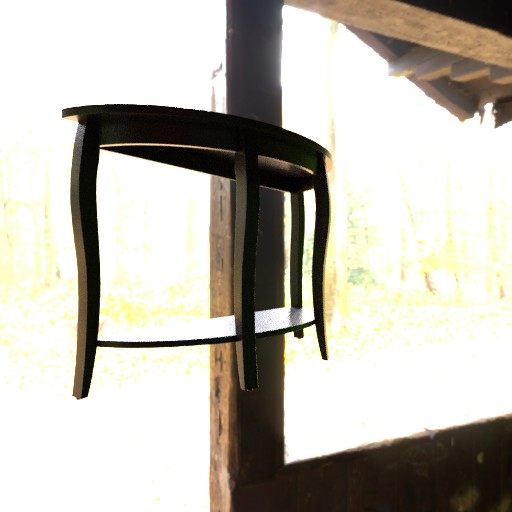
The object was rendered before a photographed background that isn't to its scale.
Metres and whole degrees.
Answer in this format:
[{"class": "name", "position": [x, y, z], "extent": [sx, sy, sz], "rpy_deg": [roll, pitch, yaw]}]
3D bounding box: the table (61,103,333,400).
[{"class": "table", "position": [0.000, 0.000, 1.557], "extent": [0.394, 0.780, 1.219], "rpy_deg": [0, -1, 37]}]
